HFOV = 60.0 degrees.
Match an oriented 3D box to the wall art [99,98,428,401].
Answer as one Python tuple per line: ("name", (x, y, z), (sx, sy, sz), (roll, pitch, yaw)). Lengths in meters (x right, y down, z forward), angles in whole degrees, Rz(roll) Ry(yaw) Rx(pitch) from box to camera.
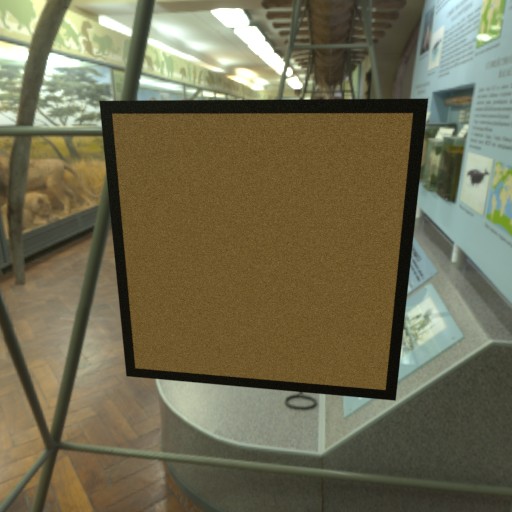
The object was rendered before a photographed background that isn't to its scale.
("wall art", (0.000, 0.000, 1.146), (0.762, 0.762, 0.038), (3, 17, 8))
